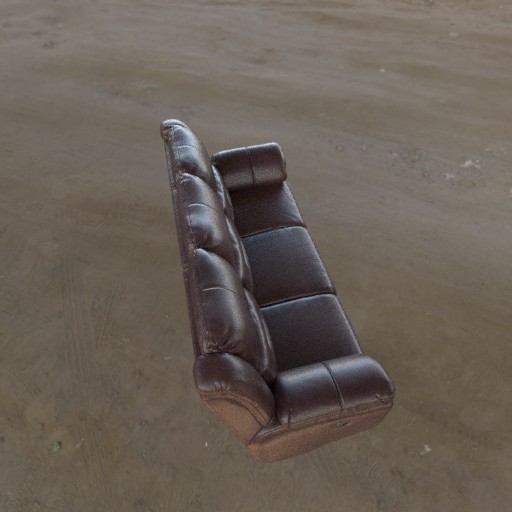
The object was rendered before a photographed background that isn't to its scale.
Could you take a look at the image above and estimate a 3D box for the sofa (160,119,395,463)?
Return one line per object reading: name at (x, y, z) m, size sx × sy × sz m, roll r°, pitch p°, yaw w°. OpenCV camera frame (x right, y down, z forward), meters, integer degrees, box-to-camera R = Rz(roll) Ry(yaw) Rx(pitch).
sofa at (0.000, 0.000, 2.921) m, size 0.991 × 1.043 × 2.337 m, roll -9°, pitch 47°, yaw -9°
